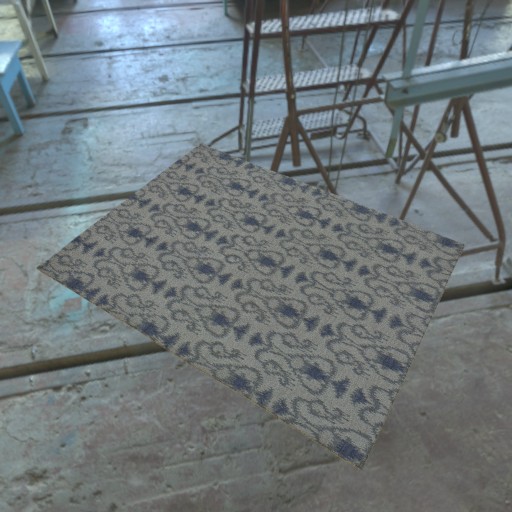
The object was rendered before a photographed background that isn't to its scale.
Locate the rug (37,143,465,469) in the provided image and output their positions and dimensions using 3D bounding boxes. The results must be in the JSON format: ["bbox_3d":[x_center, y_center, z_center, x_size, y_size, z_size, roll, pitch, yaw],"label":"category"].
[{"bbox_3d":[0.000,0.000,4.136,3.205,0.015,2.437,25,52,22],"label":"rug"}]
